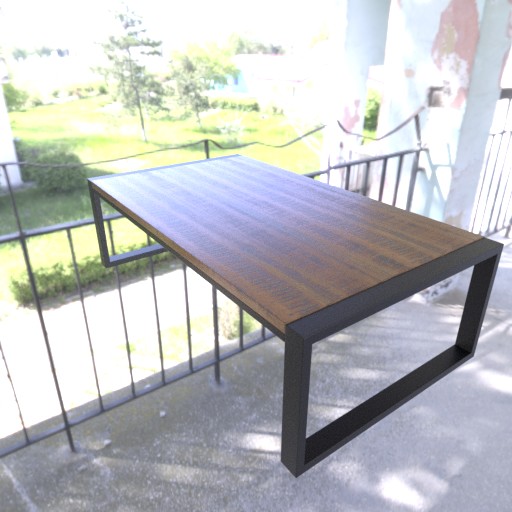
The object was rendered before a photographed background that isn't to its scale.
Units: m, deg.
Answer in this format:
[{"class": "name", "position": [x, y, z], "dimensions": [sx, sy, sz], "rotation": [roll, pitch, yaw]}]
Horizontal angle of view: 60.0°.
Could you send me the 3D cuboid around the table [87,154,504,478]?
[{"class": "table", "position": [0.000, 0.000, 1.629], "dimensions": [0.750, 0.400, 1.350], "rotation": [-18, 31, -32]}]
